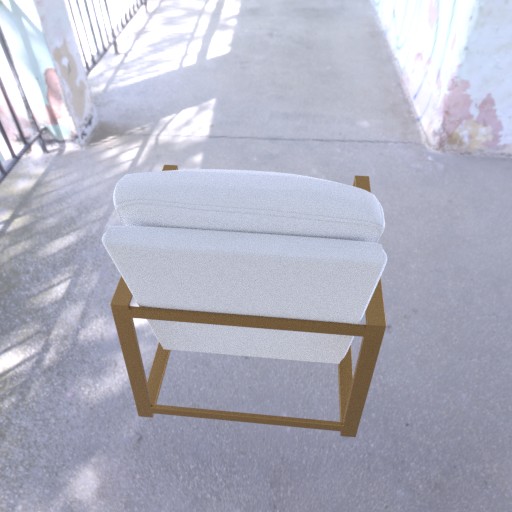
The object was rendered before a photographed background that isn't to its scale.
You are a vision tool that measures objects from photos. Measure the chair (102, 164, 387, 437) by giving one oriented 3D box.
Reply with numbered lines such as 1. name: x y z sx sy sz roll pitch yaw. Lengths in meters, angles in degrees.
1. chair: 0.000 0.000 1.560 0.805 0.966 0.813 4 46 4
